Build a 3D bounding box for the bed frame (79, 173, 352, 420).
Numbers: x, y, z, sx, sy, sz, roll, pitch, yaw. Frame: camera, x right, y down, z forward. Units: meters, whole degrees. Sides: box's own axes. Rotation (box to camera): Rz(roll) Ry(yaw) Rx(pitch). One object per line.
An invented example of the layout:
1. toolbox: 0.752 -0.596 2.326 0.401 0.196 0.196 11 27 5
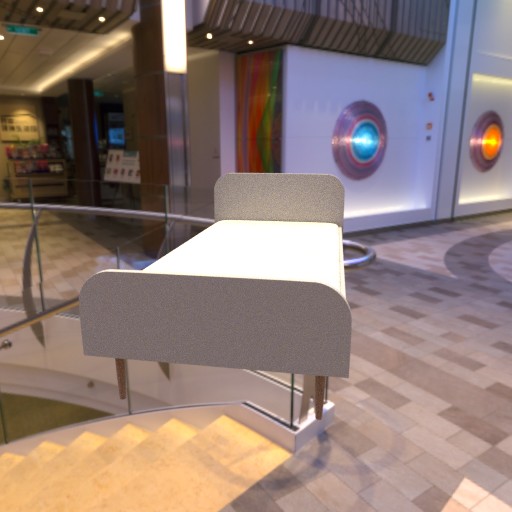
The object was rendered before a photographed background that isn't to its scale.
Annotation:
1. bed frame: 0.000 0.000 2.513 0.998 0.805 1.963 2 14 10
